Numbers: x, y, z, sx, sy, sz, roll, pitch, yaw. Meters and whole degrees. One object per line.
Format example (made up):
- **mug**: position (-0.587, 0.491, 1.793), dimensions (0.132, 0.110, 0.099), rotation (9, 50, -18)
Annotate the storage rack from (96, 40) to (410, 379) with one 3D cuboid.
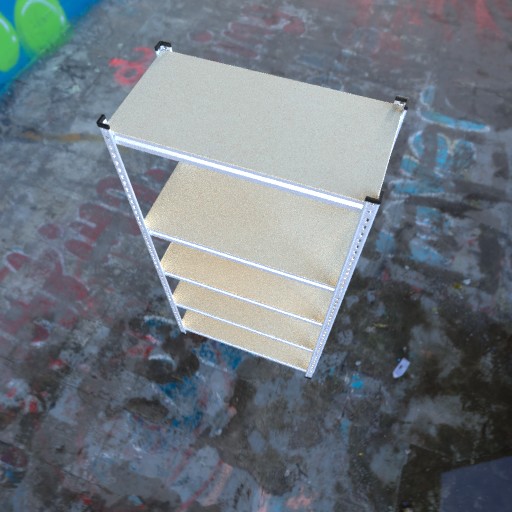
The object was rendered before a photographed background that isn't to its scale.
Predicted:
- **storage rack**: position (0.000, 0.000, 2.210), dimensions (0.914, 1.829, 0.457), rotation (17, 61, 10)
